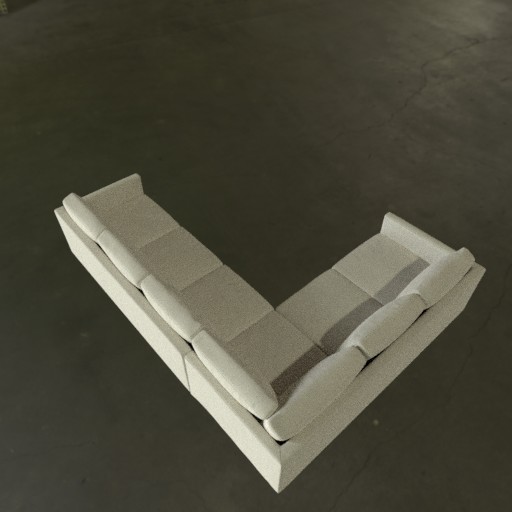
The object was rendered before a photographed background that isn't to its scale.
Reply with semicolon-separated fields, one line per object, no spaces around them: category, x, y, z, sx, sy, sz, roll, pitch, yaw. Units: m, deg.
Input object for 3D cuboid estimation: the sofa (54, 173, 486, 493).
sofa;0.000;0.000;4.197;2.432;0.863;3.182;-33;55;-27
